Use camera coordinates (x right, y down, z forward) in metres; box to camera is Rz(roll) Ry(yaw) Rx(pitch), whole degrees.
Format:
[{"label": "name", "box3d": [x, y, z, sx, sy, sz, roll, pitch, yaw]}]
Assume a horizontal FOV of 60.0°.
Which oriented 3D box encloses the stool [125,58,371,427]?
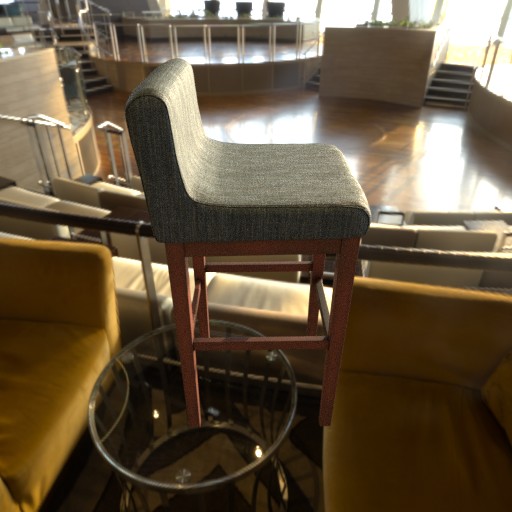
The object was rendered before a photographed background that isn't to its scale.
[{"label": "stool", "box3d": [0.000, 0.000, 1.227, 0.499, 0.965, 0.426, 0, 32, -1]}]
